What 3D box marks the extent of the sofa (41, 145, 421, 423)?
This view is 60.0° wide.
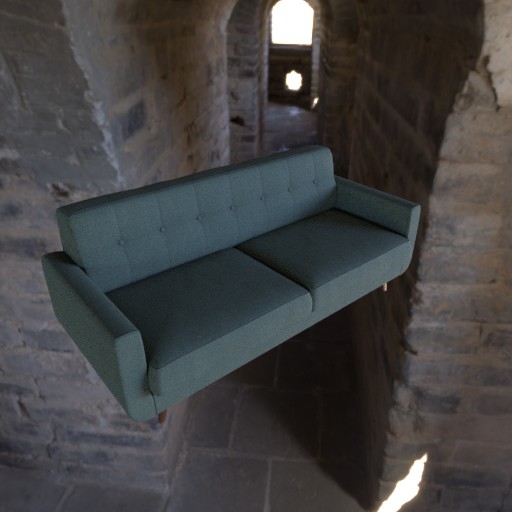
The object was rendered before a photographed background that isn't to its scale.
[{"bbox_3d":[0.000,0.000,2.522,2.029,0.841,0.909,-22,36,-34],"label":"sofa"}]
